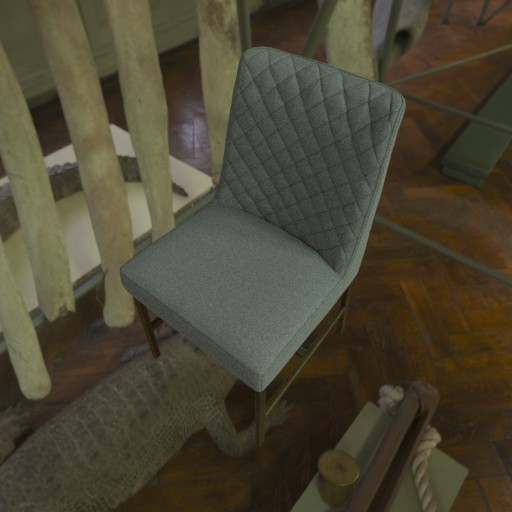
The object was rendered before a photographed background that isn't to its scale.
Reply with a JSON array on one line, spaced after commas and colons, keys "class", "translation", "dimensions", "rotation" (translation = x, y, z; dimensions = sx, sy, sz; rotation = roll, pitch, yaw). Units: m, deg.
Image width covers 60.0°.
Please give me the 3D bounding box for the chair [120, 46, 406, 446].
[{"class": "chair", "translation": [0.000, 0.000, 1.243], "dimensions": [0.508, 0.889, 0.587], "rotation": [31, 54, 26]}]
